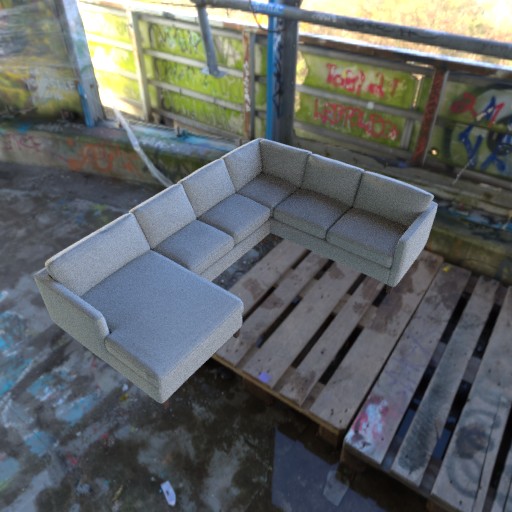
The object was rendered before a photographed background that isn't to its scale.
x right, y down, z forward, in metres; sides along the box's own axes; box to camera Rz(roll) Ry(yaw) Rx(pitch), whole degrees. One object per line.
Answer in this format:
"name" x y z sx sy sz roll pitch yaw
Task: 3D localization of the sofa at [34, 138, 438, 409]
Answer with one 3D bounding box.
"sofa" 0.000 0.000 4.665 2.593 0.959 3.460 26 46 28
